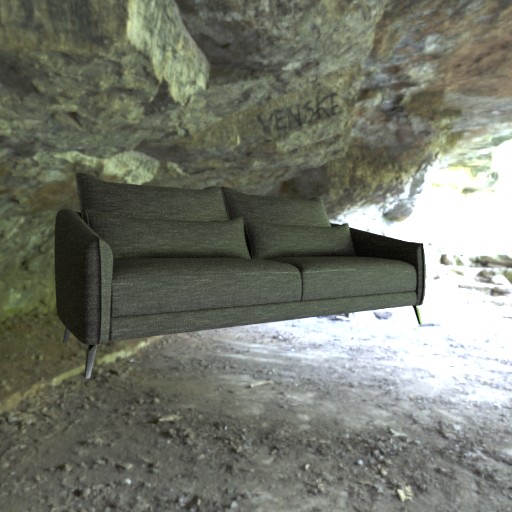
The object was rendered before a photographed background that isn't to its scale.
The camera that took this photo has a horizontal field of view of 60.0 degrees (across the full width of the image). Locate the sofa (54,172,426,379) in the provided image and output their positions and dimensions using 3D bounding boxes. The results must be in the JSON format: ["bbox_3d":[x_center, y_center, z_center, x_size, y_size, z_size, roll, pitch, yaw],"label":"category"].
[{"bbox_3d":[0.000,0.000,2.419,2.019,0.843,0.807,0,1,-36],"label":"sofa"}]
